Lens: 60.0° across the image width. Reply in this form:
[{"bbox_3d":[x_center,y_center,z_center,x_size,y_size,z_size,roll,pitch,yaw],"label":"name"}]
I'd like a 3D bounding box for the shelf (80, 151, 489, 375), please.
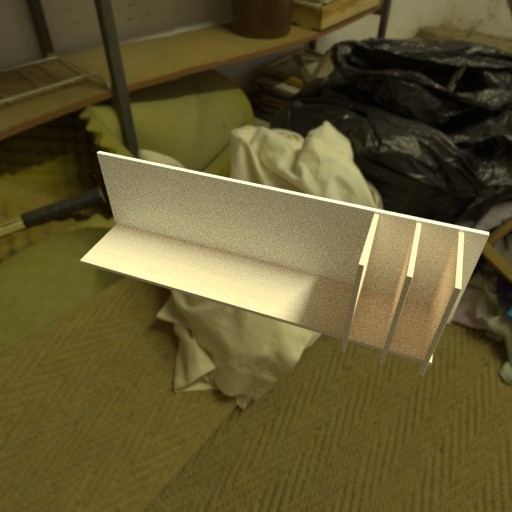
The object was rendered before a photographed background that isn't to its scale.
[{"bbox_3d":[0.000,0.000,1.140,1.020,0.300,0.200,14,44,15],"label":"shelf"}]
